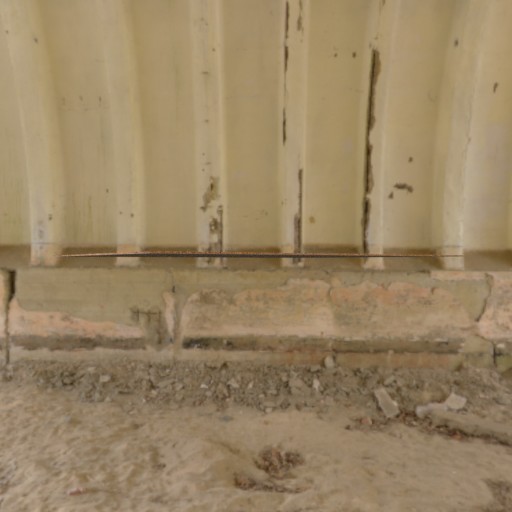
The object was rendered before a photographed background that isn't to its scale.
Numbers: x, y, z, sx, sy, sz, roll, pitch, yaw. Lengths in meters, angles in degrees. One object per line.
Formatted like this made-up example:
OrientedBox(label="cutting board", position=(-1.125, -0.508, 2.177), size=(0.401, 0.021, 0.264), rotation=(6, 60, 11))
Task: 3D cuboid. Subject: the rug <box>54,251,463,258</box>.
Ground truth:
OrientedBox(label="rug", position=(0.000, 0.000, 4.345), size=(3.200, 0.012, 2.438), rotation=(0, -1, -36))
